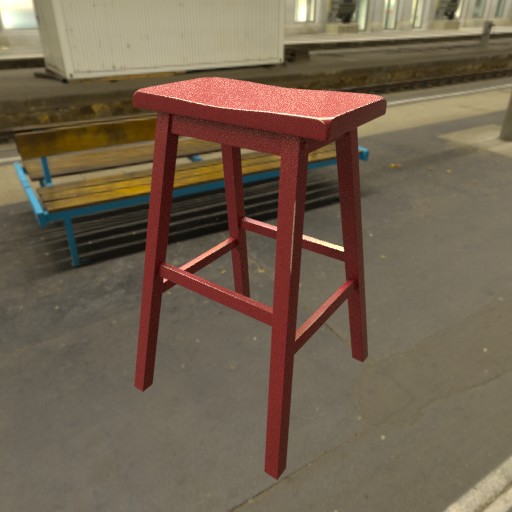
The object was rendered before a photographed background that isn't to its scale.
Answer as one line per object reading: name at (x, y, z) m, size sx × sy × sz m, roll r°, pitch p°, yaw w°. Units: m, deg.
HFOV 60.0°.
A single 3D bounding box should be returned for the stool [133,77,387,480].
stool at (0.000, 0.000, 1.050) m, size 0.457 × 0.737 × 0.476 m, roll 20°, pitch 35°, yaw 31°
